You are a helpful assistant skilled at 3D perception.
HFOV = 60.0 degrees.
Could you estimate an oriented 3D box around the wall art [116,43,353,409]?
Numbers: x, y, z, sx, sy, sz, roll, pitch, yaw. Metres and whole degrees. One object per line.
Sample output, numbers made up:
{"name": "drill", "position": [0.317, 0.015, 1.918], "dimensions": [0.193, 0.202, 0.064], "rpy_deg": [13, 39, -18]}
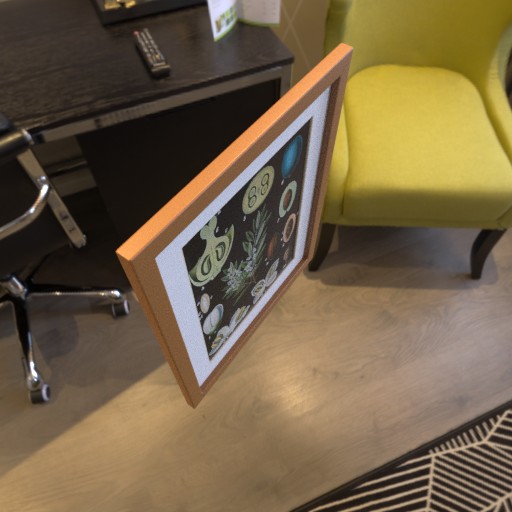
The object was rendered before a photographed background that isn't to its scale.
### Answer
{"name": "wall art", "position": [0.000, 0.000, 0.527], "dimensions": [0.015, 0.379, 0.310], "rpy_deg": [31, 62, 19]}
